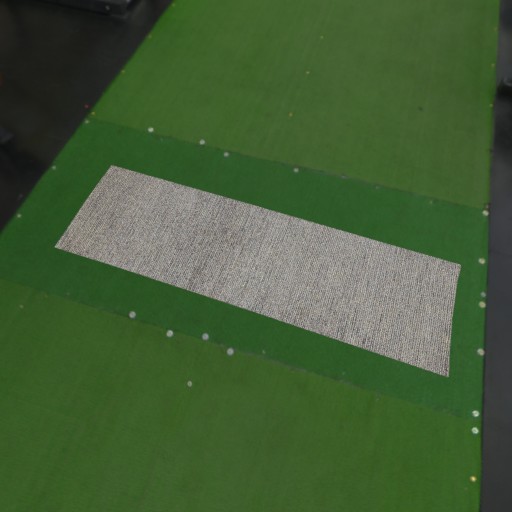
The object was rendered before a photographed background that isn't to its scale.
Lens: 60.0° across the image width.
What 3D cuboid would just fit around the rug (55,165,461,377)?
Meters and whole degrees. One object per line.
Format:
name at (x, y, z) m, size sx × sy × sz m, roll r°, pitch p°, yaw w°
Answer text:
rug at (0.000, 0.000, 2.632) m, size 2.335 × 0.013 × 0.697 m, roll 17°, pitch 61°, yaw 10°
